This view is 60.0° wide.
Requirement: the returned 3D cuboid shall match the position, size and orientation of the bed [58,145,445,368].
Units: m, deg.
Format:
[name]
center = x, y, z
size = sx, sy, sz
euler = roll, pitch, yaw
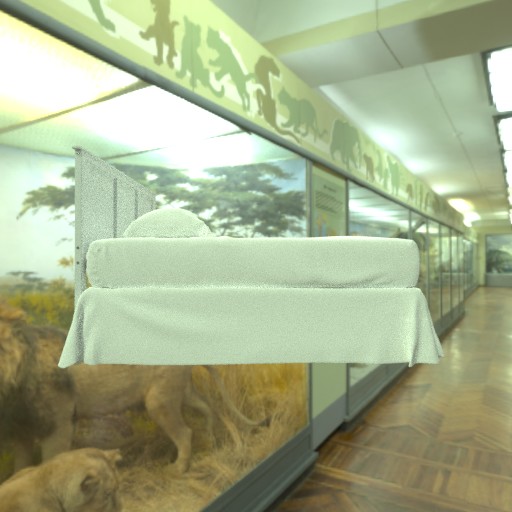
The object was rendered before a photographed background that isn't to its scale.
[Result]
[bed]
center = 0.000, 0.000, 3.597
size = 2.215, 1.273, 2.317
euler = 0, 0, 0
